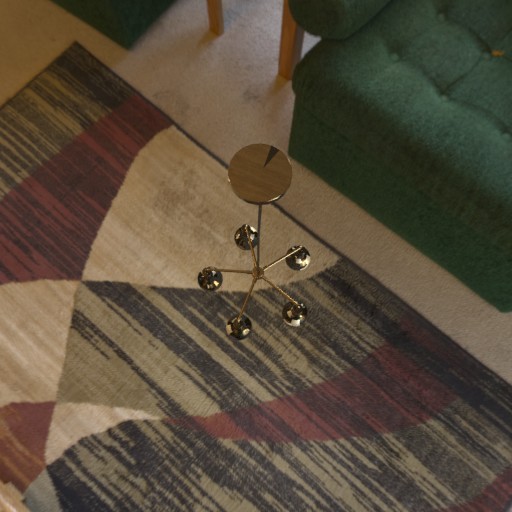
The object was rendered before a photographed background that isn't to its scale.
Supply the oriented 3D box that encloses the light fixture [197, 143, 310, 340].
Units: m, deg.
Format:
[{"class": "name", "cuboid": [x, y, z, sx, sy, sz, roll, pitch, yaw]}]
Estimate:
[{"class": "light fixture", "cuboid": [0.000, 0.000, 1.230, 0.438, 0.988, 0.421, 21, 76, 6]}]
